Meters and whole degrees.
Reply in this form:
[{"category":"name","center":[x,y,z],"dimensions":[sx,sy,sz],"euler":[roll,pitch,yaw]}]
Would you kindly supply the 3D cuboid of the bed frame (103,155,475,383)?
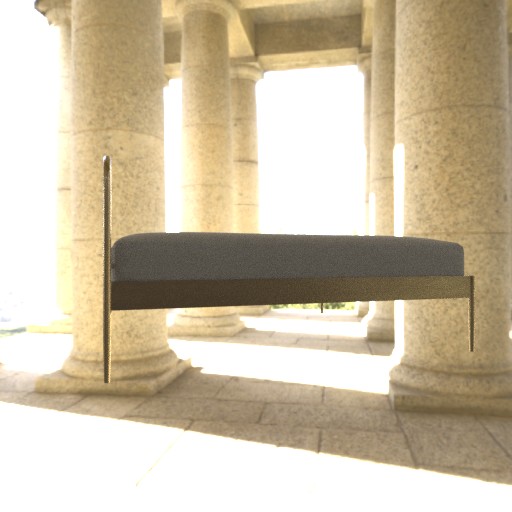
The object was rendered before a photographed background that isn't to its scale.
[{"category":"bed frame","center":[0.000,0.000,3.312],"dimensions":[2.152,1.174,2.016],"euler":[0,0,-19]}]
